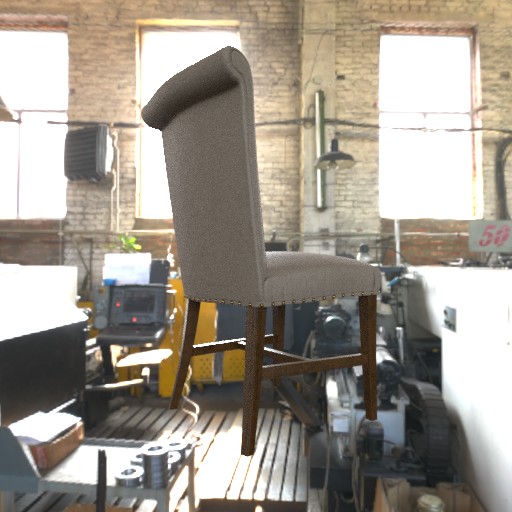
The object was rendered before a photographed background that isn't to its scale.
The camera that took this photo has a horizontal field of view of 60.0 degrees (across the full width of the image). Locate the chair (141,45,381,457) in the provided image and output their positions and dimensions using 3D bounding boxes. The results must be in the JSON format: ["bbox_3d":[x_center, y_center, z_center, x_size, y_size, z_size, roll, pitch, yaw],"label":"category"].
[{"bbox_3d":[0.000,0.000,1.378,0.608,0.988,0.513,1,-1,-36],"label":"chair"}]
